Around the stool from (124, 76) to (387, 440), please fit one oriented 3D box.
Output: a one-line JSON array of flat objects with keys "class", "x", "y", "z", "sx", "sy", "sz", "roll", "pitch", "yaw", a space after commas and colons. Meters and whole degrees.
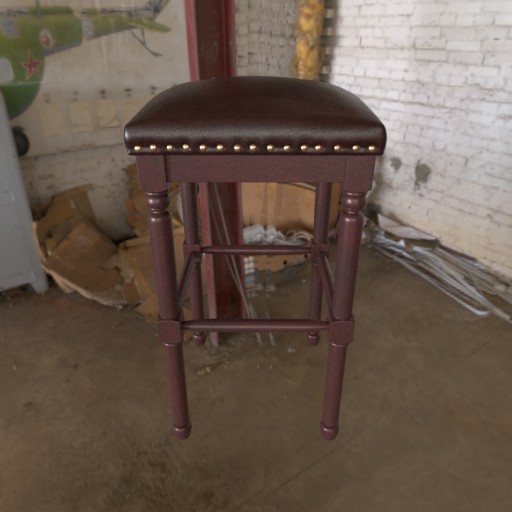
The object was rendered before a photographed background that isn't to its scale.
[{"class": "stool", "x": 0.000, "y": 0.000, "z": 0.934, "sx": 0.382, "sy": 0.702, "sz": 0.383, "roll": 0, "pitch": 27, "yaw": 0}]
